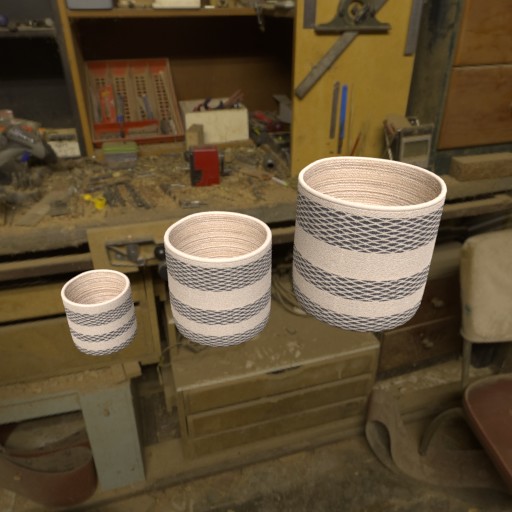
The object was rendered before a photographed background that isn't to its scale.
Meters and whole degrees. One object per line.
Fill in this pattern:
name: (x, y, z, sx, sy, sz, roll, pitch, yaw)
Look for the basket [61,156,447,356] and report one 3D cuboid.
basket: (0.000, 0.000, 1.093, 0.917, 0.356, 0.351, -7, 31, -12)
